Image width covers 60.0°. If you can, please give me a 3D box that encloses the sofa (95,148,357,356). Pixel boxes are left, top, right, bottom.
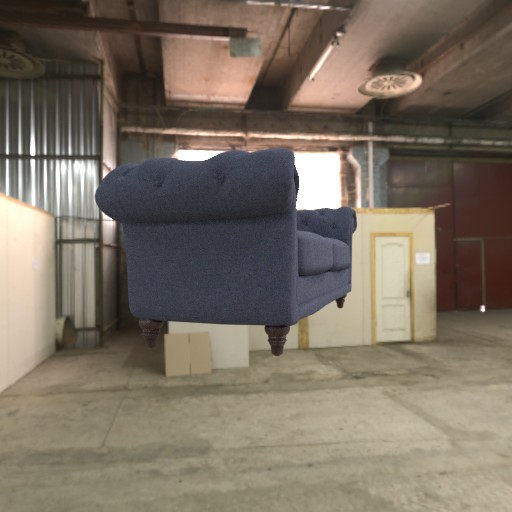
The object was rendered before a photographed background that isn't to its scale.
[{"bbox_3d":[0.000,0.000,2.840,1.046,0.836,2.335,0,0,19],"label":"sofa"}]
